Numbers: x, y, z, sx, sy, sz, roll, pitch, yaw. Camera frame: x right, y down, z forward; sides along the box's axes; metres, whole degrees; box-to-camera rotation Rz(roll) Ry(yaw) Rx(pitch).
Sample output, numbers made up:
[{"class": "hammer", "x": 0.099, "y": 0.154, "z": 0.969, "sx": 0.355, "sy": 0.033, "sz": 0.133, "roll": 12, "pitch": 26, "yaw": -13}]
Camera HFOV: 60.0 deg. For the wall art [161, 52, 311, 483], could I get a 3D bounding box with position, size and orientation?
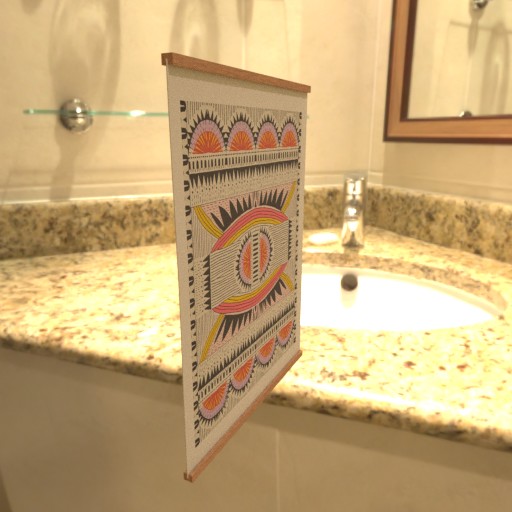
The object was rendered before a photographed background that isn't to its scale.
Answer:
[{"class": "wall art", "x": 0.000, "y": 0.000, "z": 1.329, "sx": 0.028, "sy": 1.016, "sz": 0.765, "roll": 8, "pitch": 18, "yaw": 26}]
